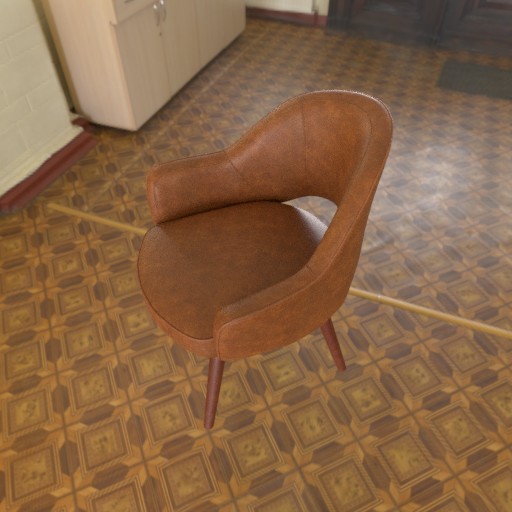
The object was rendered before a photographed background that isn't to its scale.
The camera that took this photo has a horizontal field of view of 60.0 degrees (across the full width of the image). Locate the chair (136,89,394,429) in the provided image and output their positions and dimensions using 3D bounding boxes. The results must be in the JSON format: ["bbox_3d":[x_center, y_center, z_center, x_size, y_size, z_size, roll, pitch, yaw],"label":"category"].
[{"bbox_3d":[0.000,0.000,1.224,0.640,0.777,0.591,-18,48,-17],"label":"chair"}]
